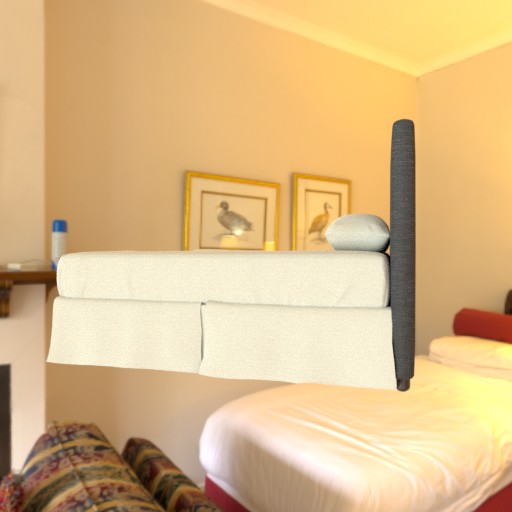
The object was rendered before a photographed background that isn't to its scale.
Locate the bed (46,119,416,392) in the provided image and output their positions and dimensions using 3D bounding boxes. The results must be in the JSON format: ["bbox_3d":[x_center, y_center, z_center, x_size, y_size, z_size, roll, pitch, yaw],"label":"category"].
[{"bbox_3d":[0.000,0.000,3.253,2.142,1.330,1.884,0,0,17],"label":"bed"}]
